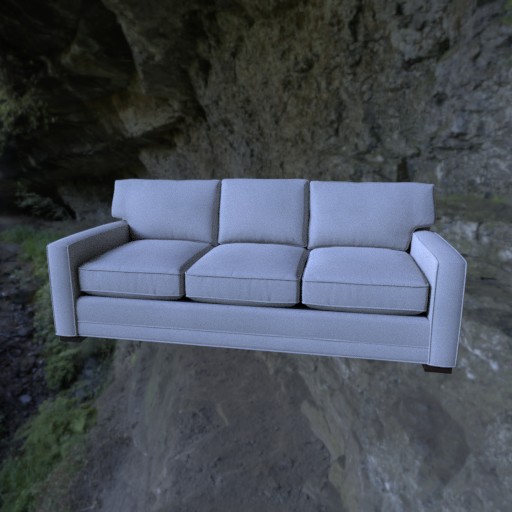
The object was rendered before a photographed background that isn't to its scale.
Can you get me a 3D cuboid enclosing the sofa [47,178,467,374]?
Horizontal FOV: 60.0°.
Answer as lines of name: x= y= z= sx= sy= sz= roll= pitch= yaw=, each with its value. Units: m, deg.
sofa: x=0.000 y=0.000 z=2.607 sx=2.088 sy=0.862 sz=0.935 roll=2 pitch=14 yaw=10
